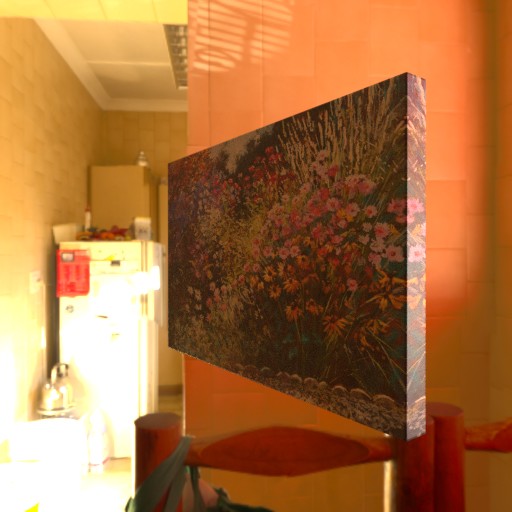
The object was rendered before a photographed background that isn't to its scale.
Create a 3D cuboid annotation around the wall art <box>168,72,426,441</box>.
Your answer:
[{"bbox_3d":[0.000,0.000,0.744,0.037,0.406,0.610,0,0,-36],"label":"wall art"}]
